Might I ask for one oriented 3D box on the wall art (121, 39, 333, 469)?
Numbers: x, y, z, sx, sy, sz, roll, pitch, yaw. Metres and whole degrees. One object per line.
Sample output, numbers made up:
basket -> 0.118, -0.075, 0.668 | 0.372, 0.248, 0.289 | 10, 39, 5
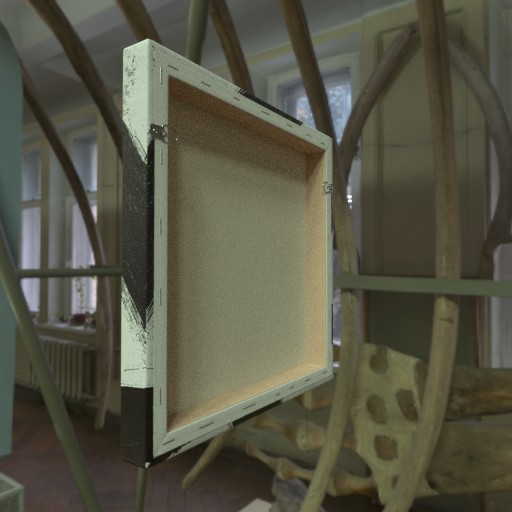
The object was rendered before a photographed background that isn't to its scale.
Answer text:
wall art -> 0.000, 0.000, 0.737 | 0.050, 0.508, 0.507 | -1, -2, 35
